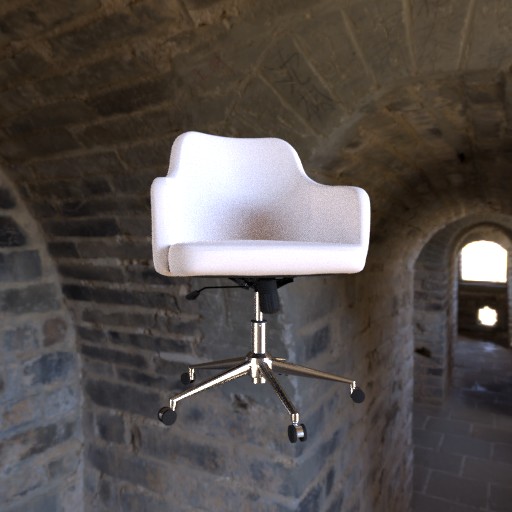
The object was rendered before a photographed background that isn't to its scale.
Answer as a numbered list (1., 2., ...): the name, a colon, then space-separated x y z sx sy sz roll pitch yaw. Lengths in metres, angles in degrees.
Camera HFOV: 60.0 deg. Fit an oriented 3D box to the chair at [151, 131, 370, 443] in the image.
1. chair: 0.000 0.000 1.272 0.602 0.819 0.647 0 1 -17
